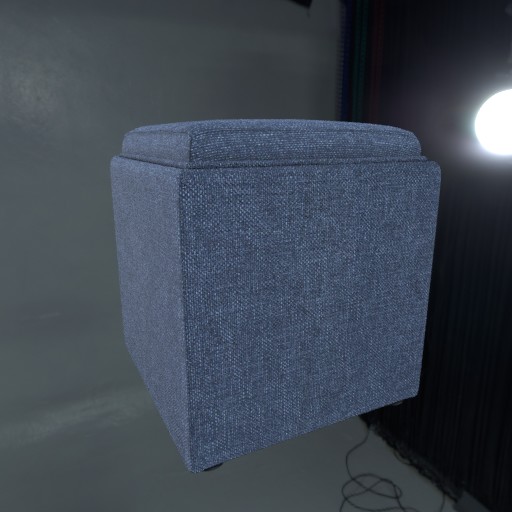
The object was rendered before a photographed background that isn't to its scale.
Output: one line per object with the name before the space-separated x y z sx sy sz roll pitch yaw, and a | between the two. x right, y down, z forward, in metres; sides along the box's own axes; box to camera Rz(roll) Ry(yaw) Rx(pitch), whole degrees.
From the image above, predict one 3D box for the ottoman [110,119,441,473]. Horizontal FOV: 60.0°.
ottoman | 0.000 0.000 0.837 0.436 0.493 0.454 -8 17 -26
